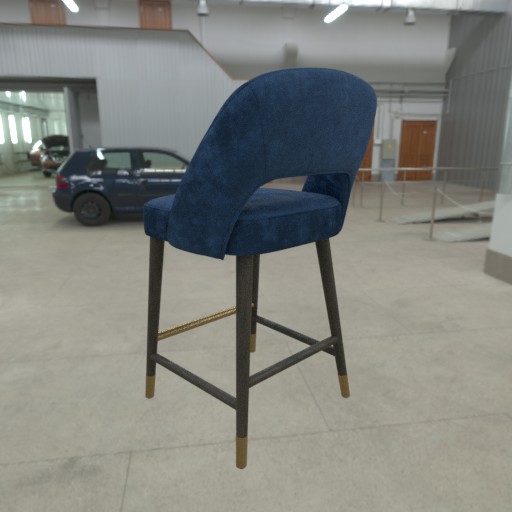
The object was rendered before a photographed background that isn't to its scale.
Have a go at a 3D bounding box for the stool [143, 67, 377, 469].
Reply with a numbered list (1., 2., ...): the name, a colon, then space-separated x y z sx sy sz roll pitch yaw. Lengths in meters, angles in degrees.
1. stool: 0.000 0.000 1.241 0.536 0.925 0.524 -14 20 -42
